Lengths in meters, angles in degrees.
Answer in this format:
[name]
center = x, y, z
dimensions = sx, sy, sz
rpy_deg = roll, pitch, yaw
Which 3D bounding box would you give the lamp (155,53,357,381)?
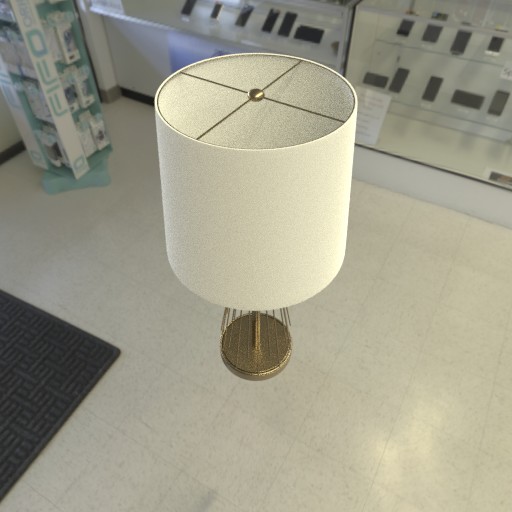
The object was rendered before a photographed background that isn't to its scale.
[lamp]
center = 0.000, 0.000, 0.791
dimensions = 0.303, 0.618, 0.303
rpy_deg = 0, 47, 0
